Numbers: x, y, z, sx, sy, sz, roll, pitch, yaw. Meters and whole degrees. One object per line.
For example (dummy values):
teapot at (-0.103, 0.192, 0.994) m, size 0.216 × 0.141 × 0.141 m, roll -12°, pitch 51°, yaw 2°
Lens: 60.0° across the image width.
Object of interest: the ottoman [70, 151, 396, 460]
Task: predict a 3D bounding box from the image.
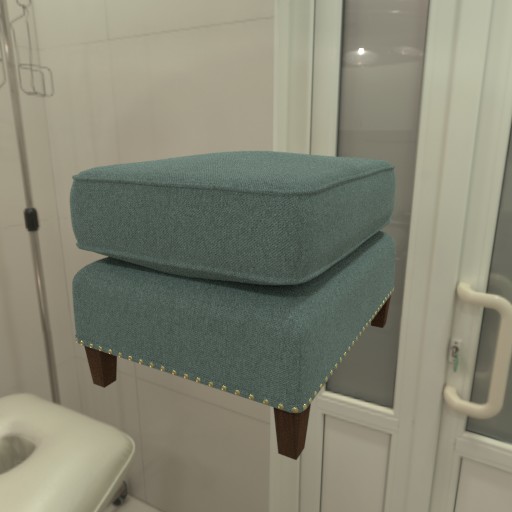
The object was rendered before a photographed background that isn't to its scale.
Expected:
ottoman at (0.000, 0.000, 1.161) m, size 0.589 × 0.537 × 0.738 m, roll 9°, pitch 18°, yaw 28°
